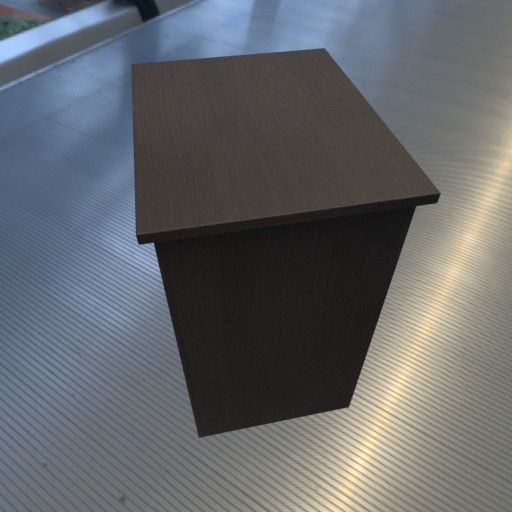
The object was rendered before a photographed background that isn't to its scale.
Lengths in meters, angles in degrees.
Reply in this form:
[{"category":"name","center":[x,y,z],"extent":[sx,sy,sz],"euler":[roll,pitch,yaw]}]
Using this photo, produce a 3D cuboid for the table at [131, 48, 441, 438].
[{"category":"table","center":[0.000,0.000,0.927],"extent":[0.381,0.635,0.480],"euler":[-8,47,-8]}]
